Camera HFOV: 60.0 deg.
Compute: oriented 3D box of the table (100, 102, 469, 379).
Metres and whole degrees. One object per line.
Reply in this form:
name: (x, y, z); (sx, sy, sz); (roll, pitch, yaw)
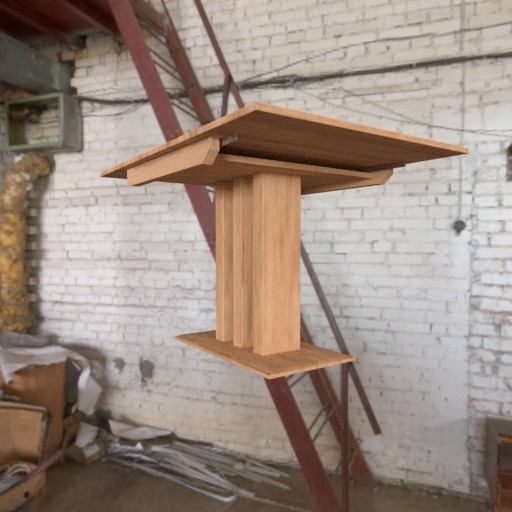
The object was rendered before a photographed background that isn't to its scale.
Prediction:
table: (0.000, 0.000, 1.831); (0.900, 0.770, 1.300); (-1, 2, -35)
